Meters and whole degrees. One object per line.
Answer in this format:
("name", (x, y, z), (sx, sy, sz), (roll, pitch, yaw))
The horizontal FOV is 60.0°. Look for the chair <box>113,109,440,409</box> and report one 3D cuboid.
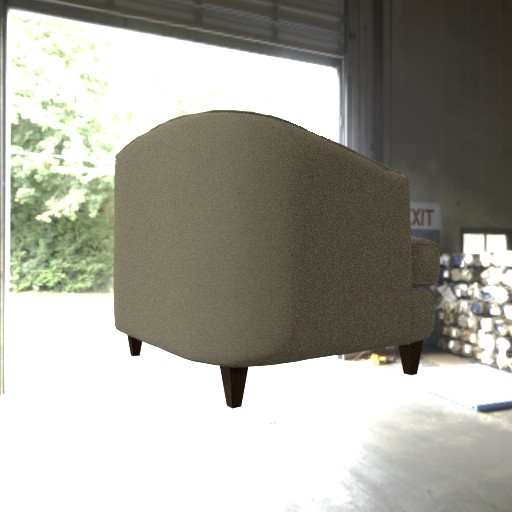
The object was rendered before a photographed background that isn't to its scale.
("chair", (0.000, 0.000, 1.777), (0.941, 0.852, 1.104), (0, 0, -36))
